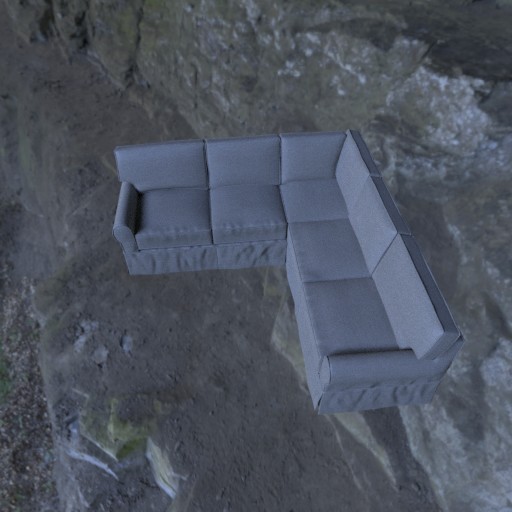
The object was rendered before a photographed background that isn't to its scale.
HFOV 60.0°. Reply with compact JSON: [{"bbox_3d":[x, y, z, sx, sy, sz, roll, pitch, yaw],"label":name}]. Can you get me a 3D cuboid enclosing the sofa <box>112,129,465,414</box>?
[{"bbox_3d":[0.000,0.000,4.007,2.618,1.081,2.623,-4,46,-4],"label":"sofa"}]
